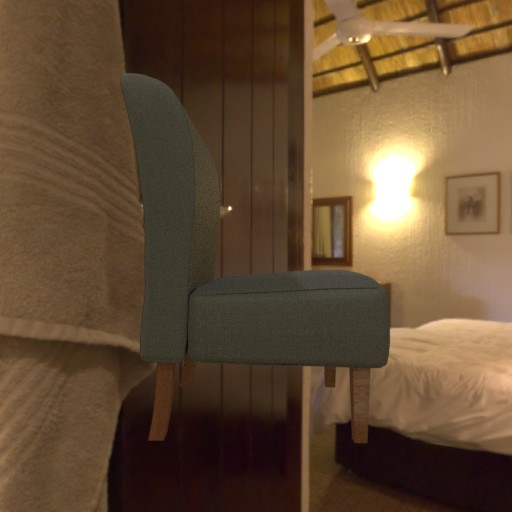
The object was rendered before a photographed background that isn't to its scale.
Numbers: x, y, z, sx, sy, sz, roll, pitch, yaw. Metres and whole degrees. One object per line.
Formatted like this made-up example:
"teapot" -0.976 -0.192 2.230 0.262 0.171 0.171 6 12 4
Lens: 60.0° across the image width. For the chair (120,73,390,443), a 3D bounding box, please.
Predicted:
"chair" 0.000 0.000 1.171 0.592 0.804 0.513 0 0 0
